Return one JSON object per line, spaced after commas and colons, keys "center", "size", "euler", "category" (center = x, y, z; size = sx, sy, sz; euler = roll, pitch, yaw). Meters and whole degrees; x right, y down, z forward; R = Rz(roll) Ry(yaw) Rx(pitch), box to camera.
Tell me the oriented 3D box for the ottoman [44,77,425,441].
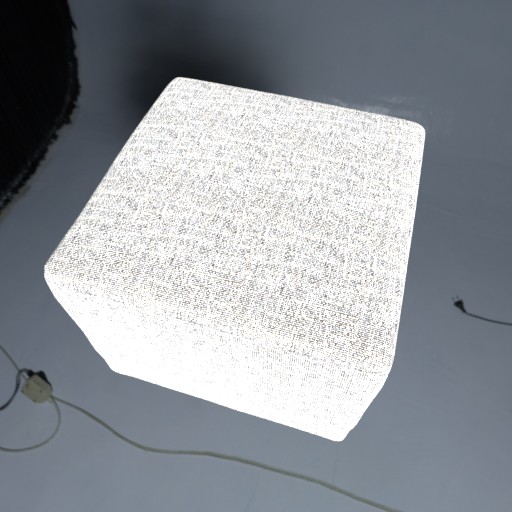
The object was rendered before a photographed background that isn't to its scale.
{"center": [0.000, 0.000, 0.888], "size": [0.521, 0.453, 0.512], "euler": [14, 57, 9], "category": "ottoman"}
